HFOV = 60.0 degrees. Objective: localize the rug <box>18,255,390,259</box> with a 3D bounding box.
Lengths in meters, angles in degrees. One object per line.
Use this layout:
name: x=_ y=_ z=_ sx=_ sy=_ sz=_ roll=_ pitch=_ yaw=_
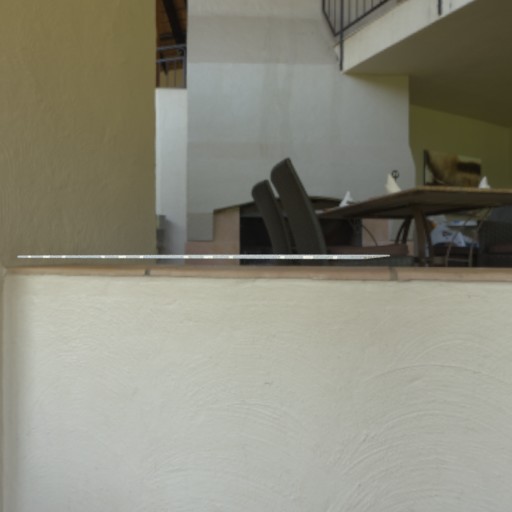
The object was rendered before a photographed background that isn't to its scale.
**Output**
rug: x=0.000 y=0.000 z=2.640 sx=1.451 sy=0.010 sz=2.080 roll=0 pitch=0 yaw=19
